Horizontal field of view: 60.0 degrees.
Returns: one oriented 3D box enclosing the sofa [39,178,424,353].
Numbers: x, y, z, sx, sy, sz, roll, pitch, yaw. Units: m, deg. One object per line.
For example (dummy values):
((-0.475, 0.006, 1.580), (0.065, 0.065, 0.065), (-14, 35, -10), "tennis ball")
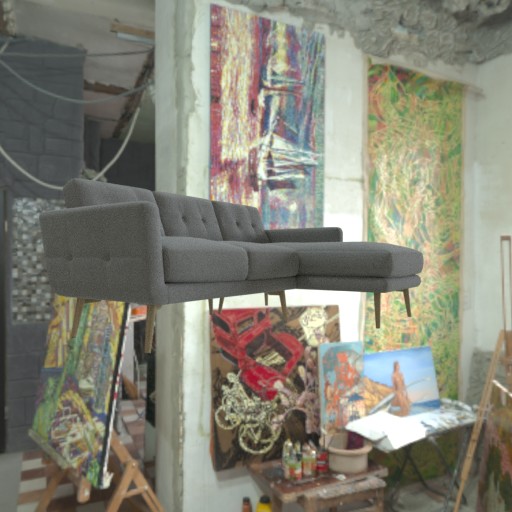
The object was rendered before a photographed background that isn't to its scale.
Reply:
((0.000, 0.000, 2.769), (1.530, 0.860, 2.040), (0, 0, 35), "sofa")
